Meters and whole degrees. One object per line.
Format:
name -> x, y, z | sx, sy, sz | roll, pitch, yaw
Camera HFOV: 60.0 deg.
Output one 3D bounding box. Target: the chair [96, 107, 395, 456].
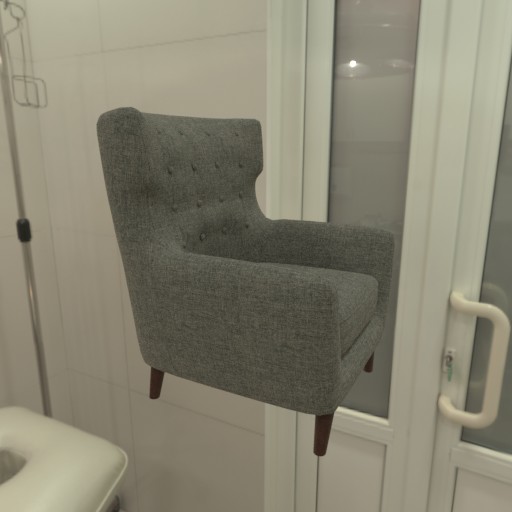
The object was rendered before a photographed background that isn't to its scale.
chair -> 0.000, 0.000, 1.715 | 0.904, 1.063, 0.878 | 8, 16, 27
